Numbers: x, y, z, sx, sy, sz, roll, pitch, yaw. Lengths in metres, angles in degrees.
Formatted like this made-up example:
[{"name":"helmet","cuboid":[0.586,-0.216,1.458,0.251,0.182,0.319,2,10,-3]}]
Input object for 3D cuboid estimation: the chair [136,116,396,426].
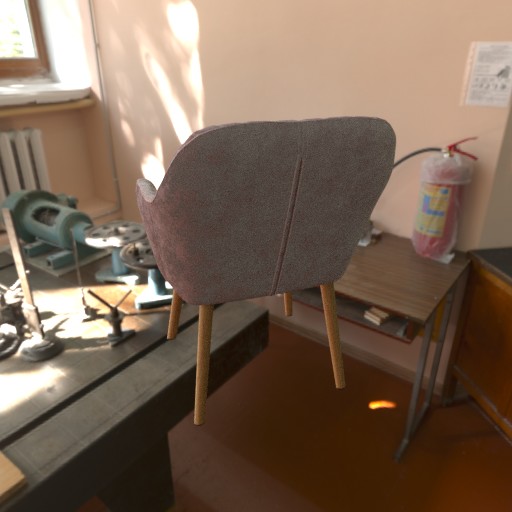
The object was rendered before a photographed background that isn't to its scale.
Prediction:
[{"name":"chair","cuboid":[0.000,0.000,1.269,0.610,0.832,0.570,-8,27,-17]}]
